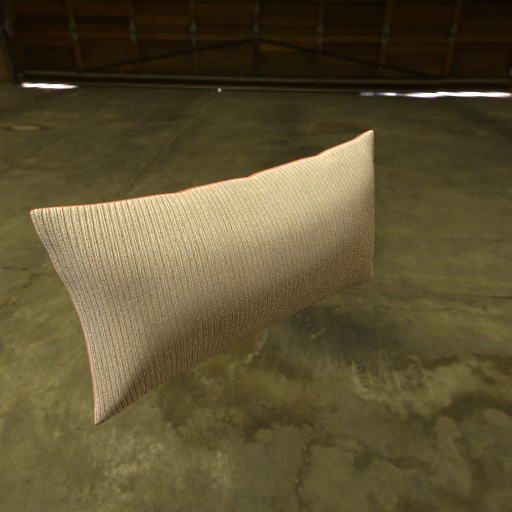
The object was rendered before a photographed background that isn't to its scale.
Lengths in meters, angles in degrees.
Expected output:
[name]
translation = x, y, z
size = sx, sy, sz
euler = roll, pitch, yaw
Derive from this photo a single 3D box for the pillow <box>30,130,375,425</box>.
[pillow]
translation = 0.000, 0.000, 0.718
size = 0.608, 0.307, 0.155
euler = -22, 36, -33
